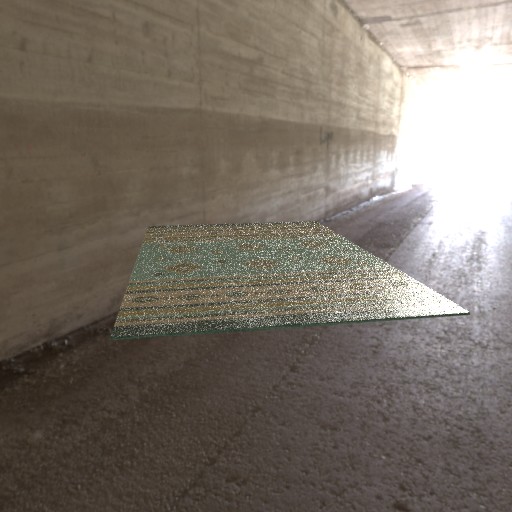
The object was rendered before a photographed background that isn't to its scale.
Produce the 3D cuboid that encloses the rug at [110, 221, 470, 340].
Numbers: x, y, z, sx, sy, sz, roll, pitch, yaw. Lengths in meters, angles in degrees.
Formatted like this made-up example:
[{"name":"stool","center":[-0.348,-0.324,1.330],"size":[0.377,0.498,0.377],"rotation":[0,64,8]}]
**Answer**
[{"name":"rug","center":[0.000,0.000,2.314],"size":[1.212,0.010,1.811],"rotation":[-2,15,-9]}]
